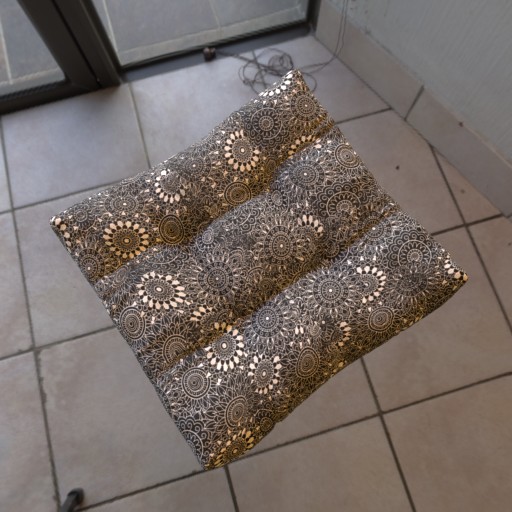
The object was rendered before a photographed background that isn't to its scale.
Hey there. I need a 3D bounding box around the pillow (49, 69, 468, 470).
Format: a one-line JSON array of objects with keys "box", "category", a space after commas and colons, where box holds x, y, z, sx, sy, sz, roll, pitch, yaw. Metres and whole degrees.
[{"box": [0.000, 0.000, 0.718, 0.490, 0.128, 0.468, -34, 78, -8], "category": "pillow"}]
